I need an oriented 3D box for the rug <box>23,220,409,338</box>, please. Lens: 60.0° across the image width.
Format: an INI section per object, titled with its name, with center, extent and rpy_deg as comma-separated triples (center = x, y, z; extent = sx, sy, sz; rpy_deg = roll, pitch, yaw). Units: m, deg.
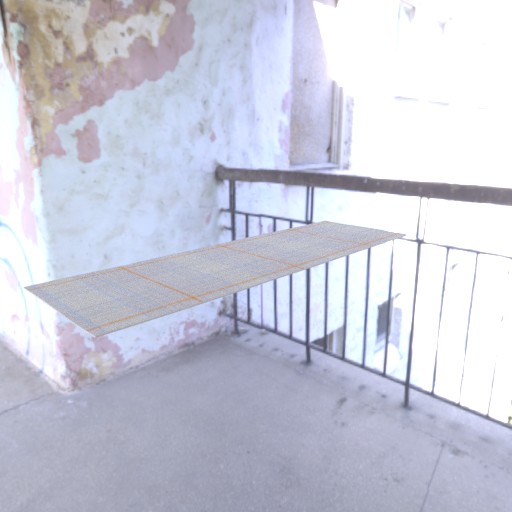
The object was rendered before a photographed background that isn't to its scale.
[rug]
center = 0.000, 0.000, 2.728
extent = 2.442, 0.016, 0.770
rpy_deg = -15, 21, -43
